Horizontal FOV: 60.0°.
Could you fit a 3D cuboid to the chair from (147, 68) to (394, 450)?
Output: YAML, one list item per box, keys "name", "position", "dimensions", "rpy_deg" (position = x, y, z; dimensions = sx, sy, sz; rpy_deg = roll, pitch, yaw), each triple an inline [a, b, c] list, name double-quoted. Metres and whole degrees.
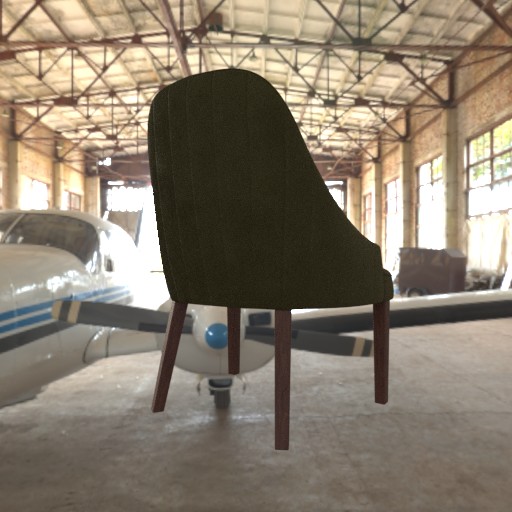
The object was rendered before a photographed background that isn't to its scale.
- name: "chair"
  position: [0.000, 0.000, 1.306]
  dimensions: [0.643, 0.889, 0.575]
  rpy_deg: [0, 0, 36]
